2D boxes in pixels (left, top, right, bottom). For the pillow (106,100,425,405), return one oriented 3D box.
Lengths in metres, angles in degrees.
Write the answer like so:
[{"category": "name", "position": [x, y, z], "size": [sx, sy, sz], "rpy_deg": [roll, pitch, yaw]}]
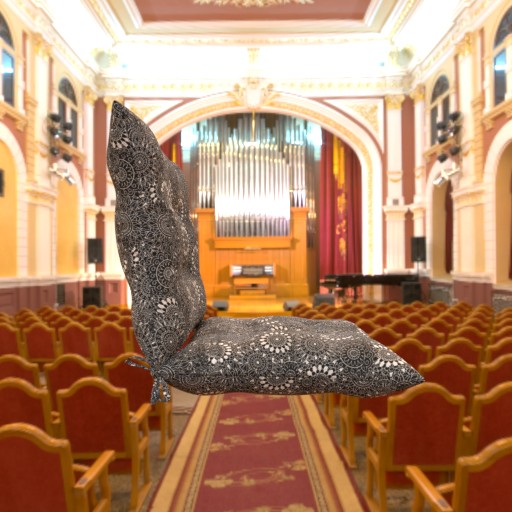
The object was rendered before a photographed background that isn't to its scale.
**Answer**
[{"category": "pillow", "position": [0.000, 0.000, 1.005], "size": [0.585, 0.536, 0.541], "rpy_deg": [0, -1, 0]}]
